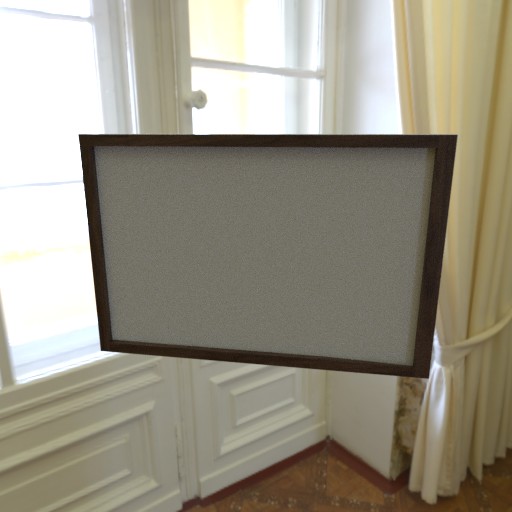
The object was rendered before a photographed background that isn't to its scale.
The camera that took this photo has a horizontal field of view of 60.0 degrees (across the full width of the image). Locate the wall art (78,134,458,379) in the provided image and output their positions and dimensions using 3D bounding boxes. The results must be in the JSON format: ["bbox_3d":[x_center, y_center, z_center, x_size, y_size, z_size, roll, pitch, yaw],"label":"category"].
[{"bbox_3d":[0.000,0.000,1.915,1.520,1.016,0.051,3,16,9],"label":"wall art"}]
